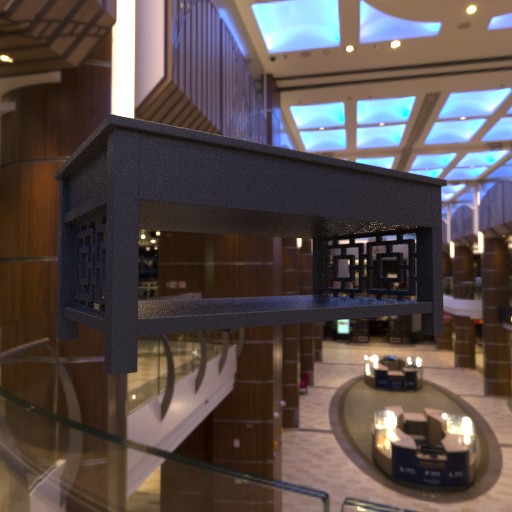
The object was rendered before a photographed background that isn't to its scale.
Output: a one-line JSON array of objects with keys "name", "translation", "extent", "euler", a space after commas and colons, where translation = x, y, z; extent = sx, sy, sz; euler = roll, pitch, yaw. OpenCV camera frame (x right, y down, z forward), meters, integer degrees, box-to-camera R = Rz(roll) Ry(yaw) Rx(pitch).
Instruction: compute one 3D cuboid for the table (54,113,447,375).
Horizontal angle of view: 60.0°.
[{"name": "table", "translation": [0.000, 0.000, 1.375], "extent": [1.068, 0.493, 0.612], "euler": [2, -3, -34]}]
